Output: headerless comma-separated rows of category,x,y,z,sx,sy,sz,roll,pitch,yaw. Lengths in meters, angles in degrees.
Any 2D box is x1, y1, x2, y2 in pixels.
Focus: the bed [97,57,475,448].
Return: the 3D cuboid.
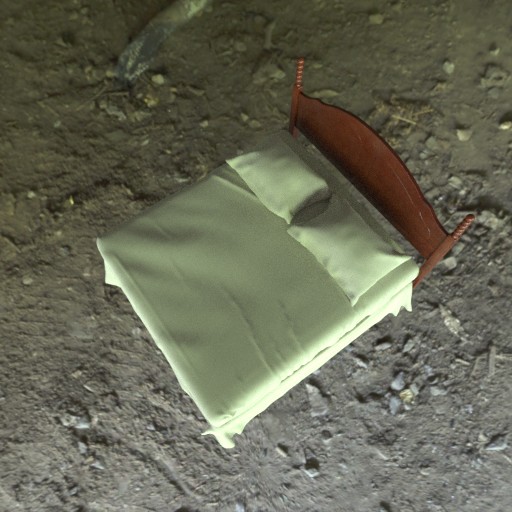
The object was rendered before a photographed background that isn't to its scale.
bed,0.000,0.000,3.225,2.040,1.356,1.873,-33,69,-15
